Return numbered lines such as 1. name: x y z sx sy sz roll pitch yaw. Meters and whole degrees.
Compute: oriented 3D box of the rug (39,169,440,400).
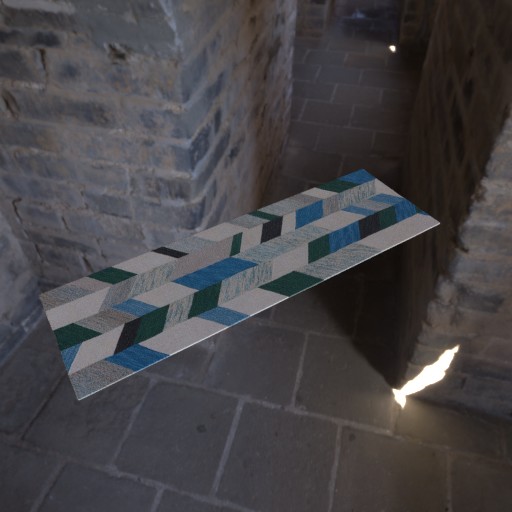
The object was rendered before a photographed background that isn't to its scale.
1. rug: 0.000 0.000 2.752 2.437 0.008 0.774 -23 49 -22
